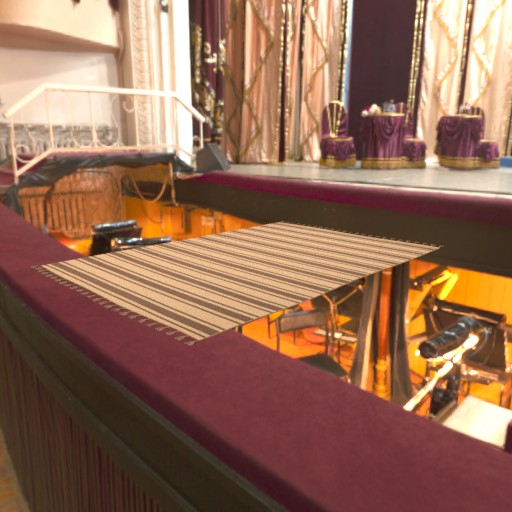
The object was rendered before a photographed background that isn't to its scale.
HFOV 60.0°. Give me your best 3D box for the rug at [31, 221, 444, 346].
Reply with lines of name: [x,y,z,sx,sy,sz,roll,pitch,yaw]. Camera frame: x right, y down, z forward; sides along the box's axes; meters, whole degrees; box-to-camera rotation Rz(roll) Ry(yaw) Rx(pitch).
rug: [0.000,0.000,3.834,2.030,0.017,3.040,13,19,43]
